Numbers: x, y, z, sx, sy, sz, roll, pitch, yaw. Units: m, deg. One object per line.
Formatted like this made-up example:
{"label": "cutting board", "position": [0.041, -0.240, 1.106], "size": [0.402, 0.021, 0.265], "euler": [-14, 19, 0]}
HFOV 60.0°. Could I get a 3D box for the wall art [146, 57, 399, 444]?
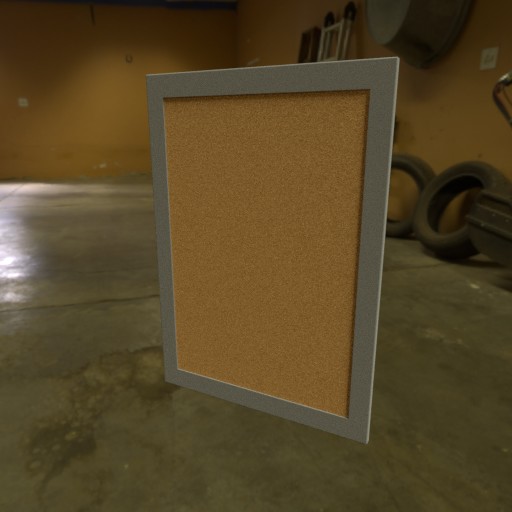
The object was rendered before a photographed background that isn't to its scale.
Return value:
{"label": "wall art", "position": [0.000, 0.000, 0.670], "size": [0.374, 0.529, 0.012], "euler": [8, 18, 26]}
